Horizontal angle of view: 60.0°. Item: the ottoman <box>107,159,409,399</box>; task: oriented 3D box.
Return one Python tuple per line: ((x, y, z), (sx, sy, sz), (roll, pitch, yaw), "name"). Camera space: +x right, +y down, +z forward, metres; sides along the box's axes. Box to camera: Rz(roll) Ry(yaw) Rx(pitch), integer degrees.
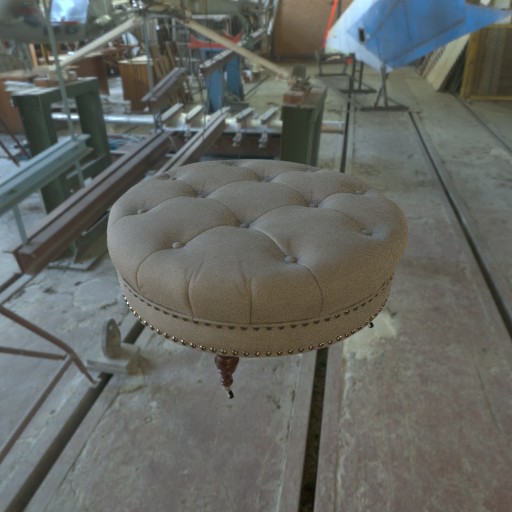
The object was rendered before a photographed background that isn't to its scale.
((0.000, 0.000, 1.424), (0.901, 0.439, 0.901), (0, 30, 0), "ottoman")
